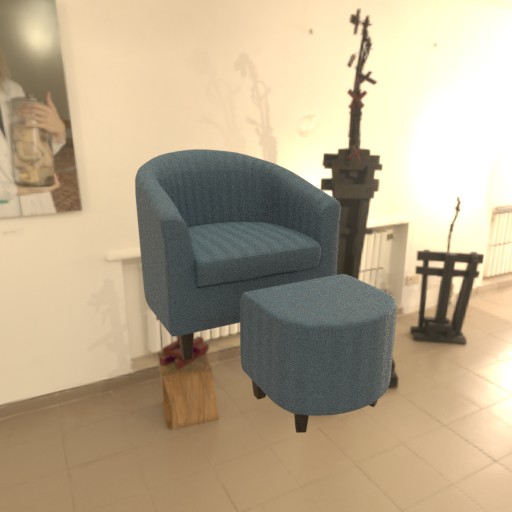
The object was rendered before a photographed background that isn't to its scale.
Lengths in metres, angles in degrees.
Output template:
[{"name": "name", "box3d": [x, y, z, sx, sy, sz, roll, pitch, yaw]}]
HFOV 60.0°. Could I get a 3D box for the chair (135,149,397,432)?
[{"name": "chair", "box3d": [0.000, 0.000, 1.726, 0.756, 0.757, 1.288, -8, 18, -27]}]
